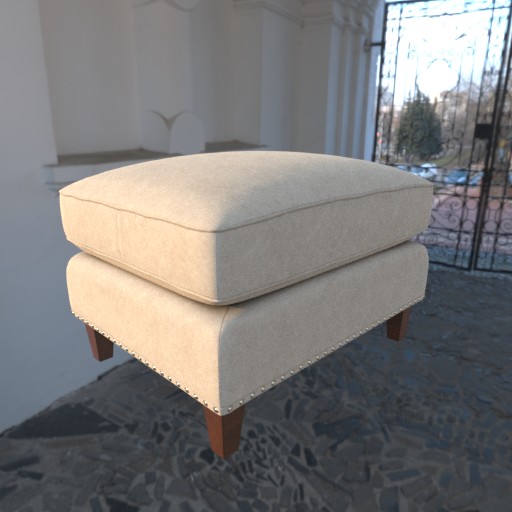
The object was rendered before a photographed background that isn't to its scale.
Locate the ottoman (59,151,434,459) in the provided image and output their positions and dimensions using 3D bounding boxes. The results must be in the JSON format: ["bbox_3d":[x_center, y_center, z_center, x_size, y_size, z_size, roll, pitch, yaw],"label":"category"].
[{"bbox_3d":[0.000,0.000,1.121,0.741,0.513,0.584,-16,23,-42],"label":"ottoman"}]
